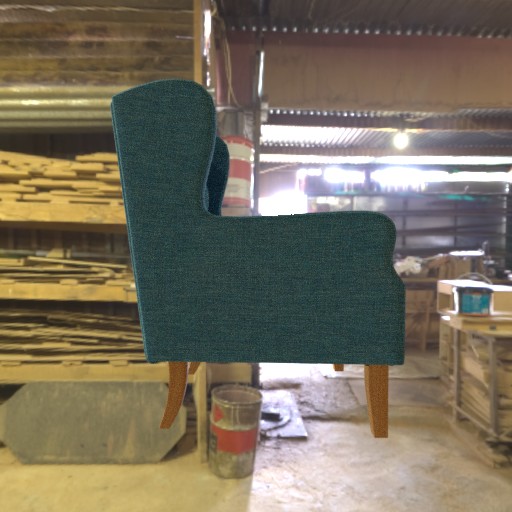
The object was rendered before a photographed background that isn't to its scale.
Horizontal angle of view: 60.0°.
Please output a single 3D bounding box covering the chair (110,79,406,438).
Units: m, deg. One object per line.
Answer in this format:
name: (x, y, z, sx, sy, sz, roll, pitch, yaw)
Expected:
chair: (0.000, 0.000, 1.487, 0.775, 0.952, 0.711, 0, 2, 0)
